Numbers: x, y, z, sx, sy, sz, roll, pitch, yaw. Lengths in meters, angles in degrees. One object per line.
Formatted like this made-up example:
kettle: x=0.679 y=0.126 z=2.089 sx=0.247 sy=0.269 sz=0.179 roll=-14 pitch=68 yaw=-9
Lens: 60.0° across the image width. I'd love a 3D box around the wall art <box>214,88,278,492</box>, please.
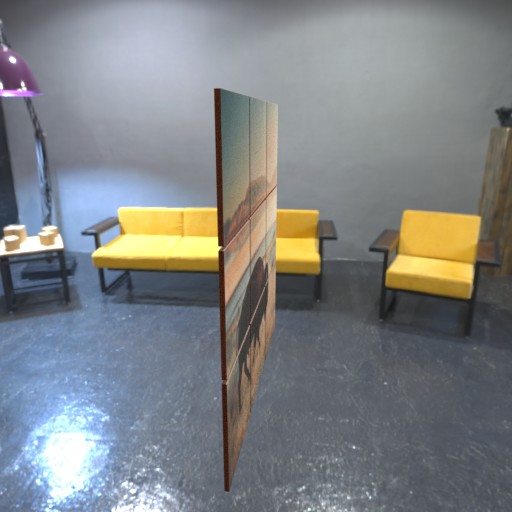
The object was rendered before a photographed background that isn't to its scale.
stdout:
wall art: x=0.000 y=0.000 z=1.355 sx=0.018 sy=0.904 sz=0.906 roll=3 pitch=17 yaw=9
